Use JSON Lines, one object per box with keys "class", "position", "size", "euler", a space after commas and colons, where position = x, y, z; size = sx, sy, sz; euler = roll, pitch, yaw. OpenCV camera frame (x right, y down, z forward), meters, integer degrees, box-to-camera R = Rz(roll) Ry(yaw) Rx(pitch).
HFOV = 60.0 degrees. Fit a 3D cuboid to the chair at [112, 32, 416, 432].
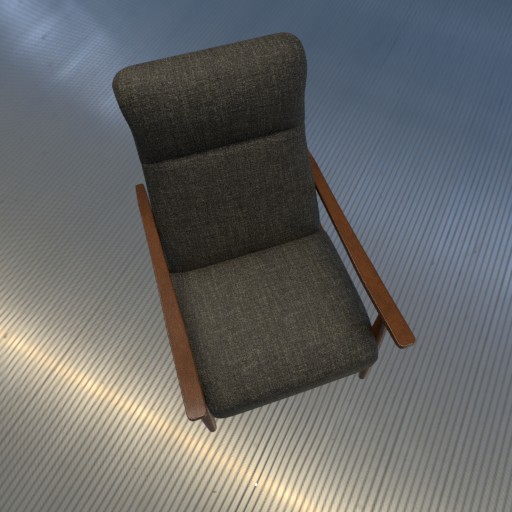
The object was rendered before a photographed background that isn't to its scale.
{"class": "chair", "position": [0.000, 0.000, 1.669], "size": [0.762, 1.082, 1.014], "euler": [-17, 64, -8]}
